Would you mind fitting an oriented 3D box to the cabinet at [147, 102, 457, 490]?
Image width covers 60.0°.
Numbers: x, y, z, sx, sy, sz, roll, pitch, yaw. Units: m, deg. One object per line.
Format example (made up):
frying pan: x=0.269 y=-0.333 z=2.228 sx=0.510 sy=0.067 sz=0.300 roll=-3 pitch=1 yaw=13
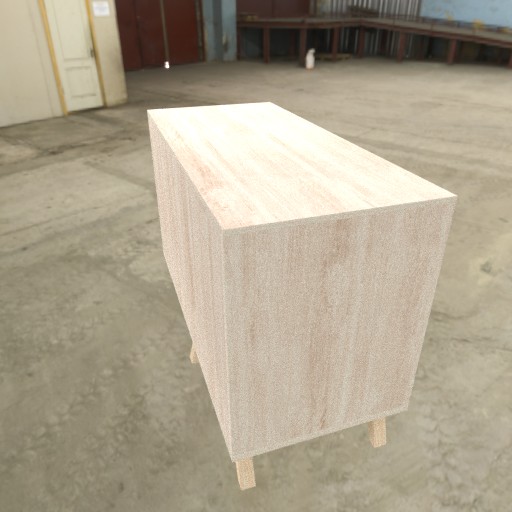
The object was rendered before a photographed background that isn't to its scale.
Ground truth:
cabinet: x=0.000 y=0.000 z=1.492 sx=0.500 sy=0.780 sz=1.110 roll=-9 pitch=30 yaw=-16
